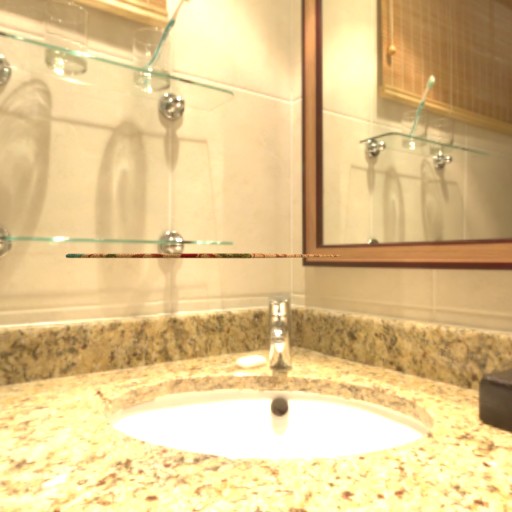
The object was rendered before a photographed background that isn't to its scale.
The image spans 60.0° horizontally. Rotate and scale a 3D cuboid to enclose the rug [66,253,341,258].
[{"bbox_3d":[0.000,0.000,2.518,0.693,0.016,2.273,0,0,18],"label":"rug"}]
